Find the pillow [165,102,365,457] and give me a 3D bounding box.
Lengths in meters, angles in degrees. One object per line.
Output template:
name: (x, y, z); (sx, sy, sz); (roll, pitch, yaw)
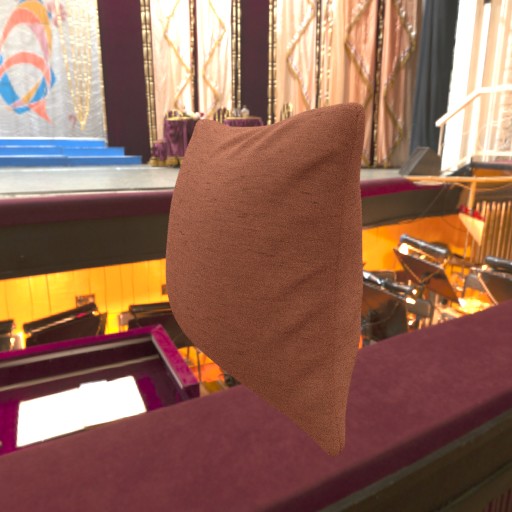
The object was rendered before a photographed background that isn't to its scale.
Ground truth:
pillow: (0.000, 0.000, 0.671); (0.246, 0.415, 0.432); (-8, 16, -28)
